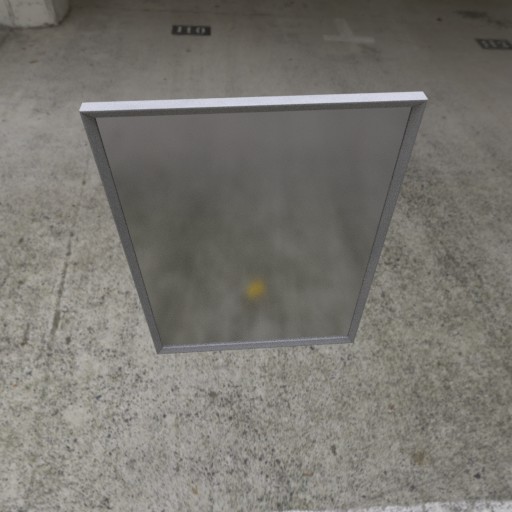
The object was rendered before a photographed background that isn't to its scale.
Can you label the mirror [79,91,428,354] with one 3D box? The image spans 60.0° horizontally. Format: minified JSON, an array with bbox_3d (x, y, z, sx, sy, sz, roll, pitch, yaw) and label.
[{"bbox_3d":[0.000,0.000,1.353,0.762,1.016,0.041,-3,48,-3],"label":"mirror"}]
